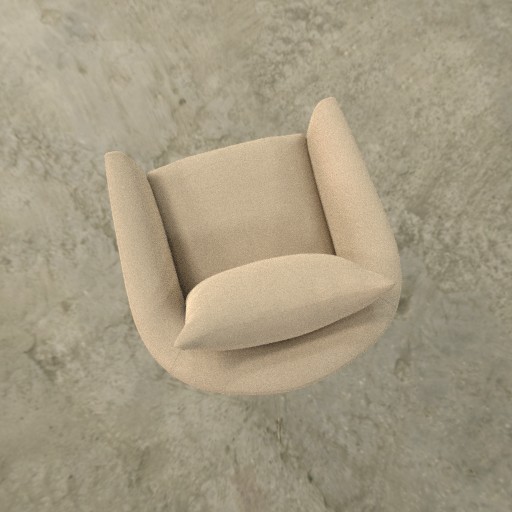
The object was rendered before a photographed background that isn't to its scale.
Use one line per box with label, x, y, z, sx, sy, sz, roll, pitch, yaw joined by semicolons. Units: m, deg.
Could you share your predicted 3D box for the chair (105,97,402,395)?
chair;0.000;0.000;1.566;0.845;0.848;0.910;-15;77;-4
